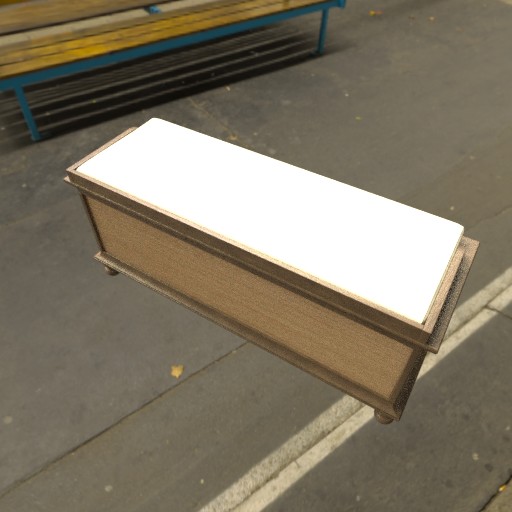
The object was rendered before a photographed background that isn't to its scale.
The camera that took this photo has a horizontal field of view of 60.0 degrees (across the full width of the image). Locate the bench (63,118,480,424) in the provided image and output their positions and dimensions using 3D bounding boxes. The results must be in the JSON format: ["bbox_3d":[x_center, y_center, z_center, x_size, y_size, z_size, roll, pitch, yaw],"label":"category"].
[{"bbox_3d":[0.000,0.000,1.447,1.185,0.501,0.402,24,51,21],"label":"bench"}]
